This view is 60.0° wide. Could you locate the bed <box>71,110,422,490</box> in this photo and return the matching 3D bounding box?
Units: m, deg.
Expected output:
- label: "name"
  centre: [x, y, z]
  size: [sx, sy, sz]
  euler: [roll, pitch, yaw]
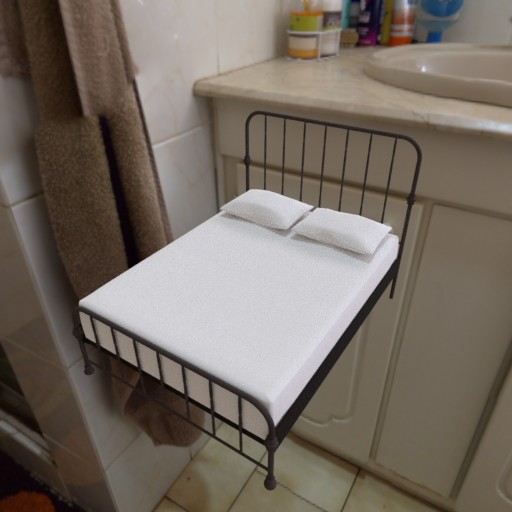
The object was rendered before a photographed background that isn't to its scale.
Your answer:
- label: "bed"
  centre: [0.000, 0.000, 3.203]
  size: [1.616, 1.446, 2.134]
  euler: [19, 37, 28]
